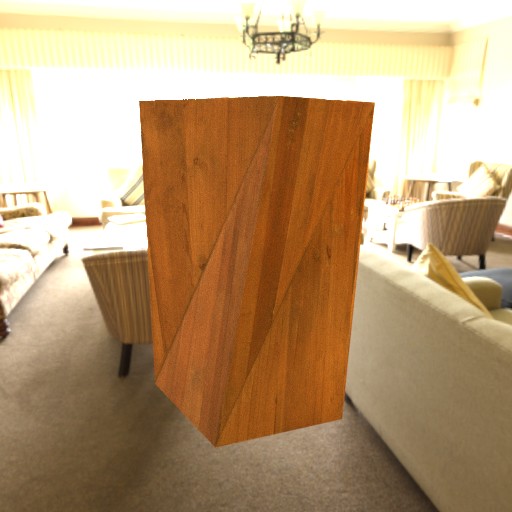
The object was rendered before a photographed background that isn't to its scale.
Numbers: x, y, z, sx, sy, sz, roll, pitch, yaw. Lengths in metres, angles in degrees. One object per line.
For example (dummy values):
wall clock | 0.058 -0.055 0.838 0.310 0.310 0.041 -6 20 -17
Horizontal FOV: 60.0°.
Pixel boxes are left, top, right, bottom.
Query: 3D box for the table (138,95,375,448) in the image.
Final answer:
table | 0.000 0.000 0.923 0.425 0.604 0.441 9 18 28
